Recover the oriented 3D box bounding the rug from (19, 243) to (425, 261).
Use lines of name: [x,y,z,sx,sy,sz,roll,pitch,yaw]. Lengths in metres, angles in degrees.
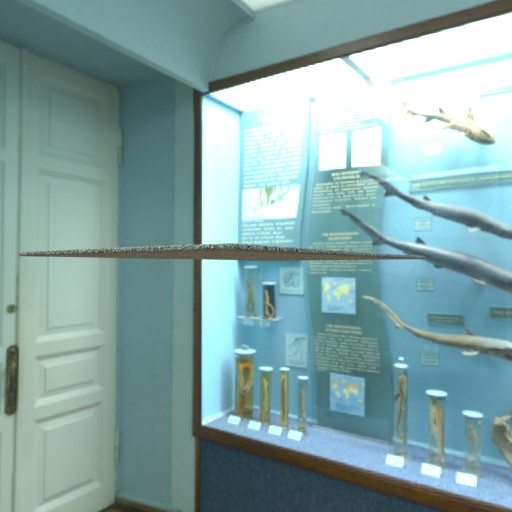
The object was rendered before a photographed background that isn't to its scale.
rug: [0.000,0.000,3.418,1.778,0.030,2.743,-1,-2,36]
